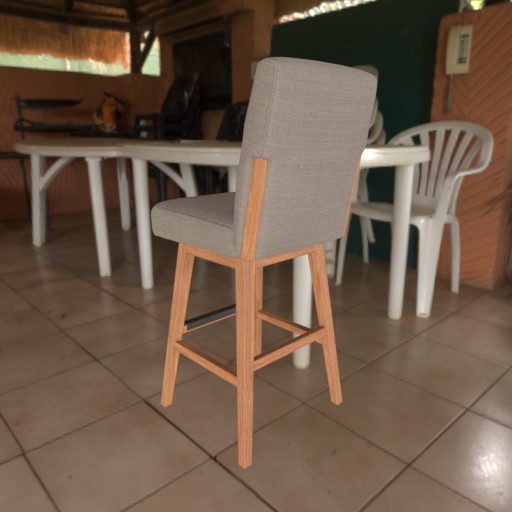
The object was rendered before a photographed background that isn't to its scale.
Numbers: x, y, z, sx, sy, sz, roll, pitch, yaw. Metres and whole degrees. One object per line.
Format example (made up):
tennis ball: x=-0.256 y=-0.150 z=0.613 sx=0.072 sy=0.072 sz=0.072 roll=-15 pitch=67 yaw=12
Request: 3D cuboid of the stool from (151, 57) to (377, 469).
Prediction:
stool: x=0.000 y=0.000 z=1.438 sx=0.483 sy=1.112 sz=0.570 roll=-14 pitch=21 yaw=-42
